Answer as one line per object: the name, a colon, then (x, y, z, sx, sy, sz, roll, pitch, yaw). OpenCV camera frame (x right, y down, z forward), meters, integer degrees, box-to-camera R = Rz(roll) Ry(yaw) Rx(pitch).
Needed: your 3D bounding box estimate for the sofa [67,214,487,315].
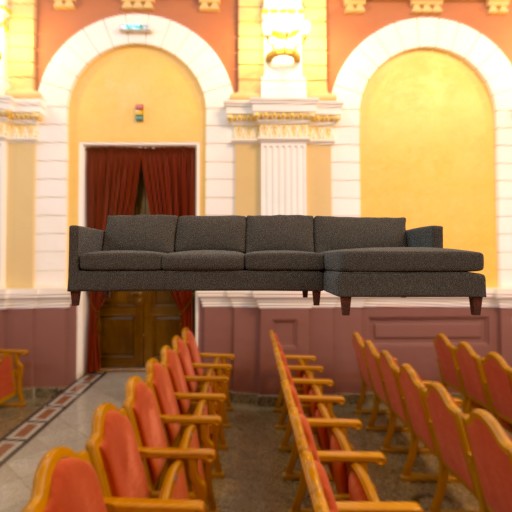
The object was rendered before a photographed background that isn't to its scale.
sofa: (0.000, 0.000, 3.853, 3.186, 0.846, 1.625, 0, -1, 0)
